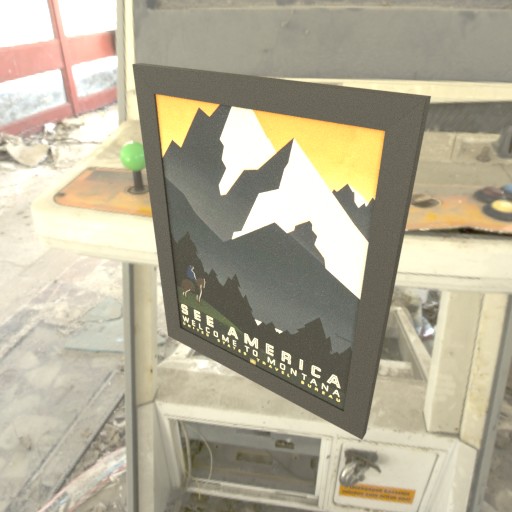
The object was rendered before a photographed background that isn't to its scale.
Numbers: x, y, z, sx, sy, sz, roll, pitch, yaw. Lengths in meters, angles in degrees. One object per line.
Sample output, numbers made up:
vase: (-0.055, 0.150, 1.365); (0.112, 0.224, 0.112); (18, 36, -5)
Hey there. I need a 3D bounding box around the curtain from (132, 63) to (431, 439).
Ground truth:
curtain: (0.000, 0.000, 0.772); (0.483, 0.585, 0.027); (20, 36, 30)
